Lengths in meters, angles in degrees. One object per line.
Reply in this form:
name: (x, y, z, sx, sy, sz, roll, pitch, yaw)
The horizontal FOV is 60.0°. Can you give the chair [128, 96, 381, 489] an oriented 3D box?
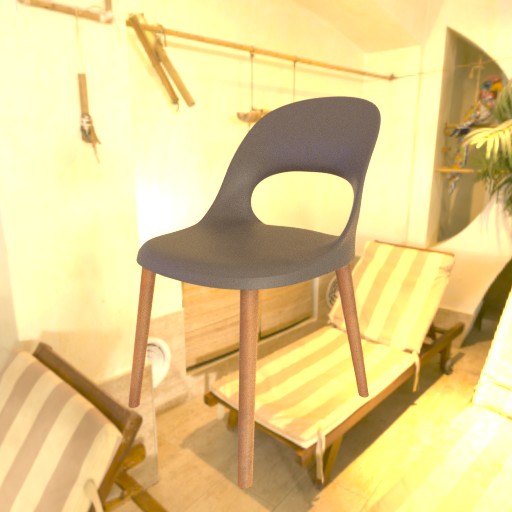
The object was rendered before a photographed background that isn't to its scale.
chair: (0.000, 0.000, 1.115, 0.470, 0.795, 0.556, 13, 19, 42)
